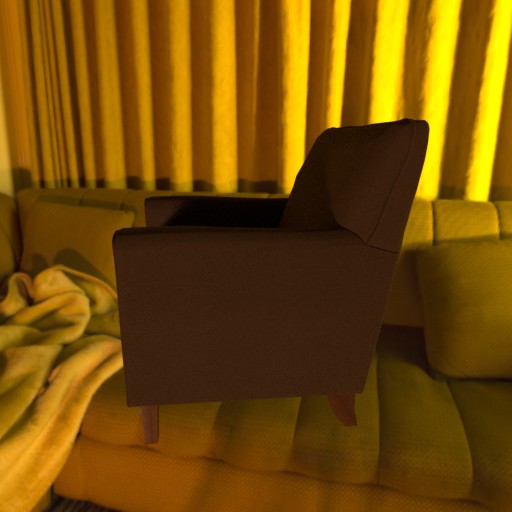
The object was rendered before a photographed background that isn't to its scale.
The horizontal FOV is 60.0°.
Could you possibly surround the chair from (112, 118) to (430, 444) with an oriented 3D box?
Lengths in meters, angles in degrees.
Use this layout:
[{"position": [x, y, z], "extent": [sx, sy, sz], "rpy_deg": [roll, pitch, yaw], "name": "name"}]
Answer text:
[{"position": [0.000, 0.000, 1.581], "extent": [0.831, 0.911, 0.836], "rpy_deg": [-2, 14, -7], "name": "chair"}]
